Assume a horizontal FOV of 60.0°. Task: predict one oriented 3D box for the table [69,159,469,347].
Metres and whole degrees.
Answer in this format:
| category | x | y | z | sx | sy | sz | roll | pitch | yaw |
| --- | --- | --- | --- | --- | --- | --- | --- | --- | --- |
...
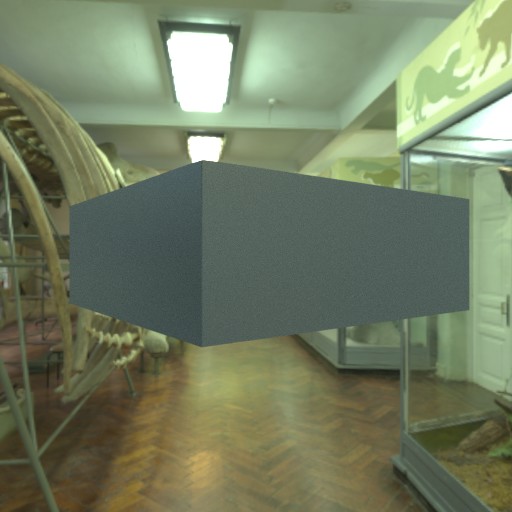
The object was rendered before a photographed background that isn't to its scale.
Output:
| category | x | y | z | sx | sy | sz | roll | pitch | yaw |
| --- | --- | --- | --- | --- | --- | --- | --- | --- | --- |
| table | 0.000 | 0.000 | 1.247 | 0.801 | 0.299 | 0.801 | 0 | 0 | -36 |
